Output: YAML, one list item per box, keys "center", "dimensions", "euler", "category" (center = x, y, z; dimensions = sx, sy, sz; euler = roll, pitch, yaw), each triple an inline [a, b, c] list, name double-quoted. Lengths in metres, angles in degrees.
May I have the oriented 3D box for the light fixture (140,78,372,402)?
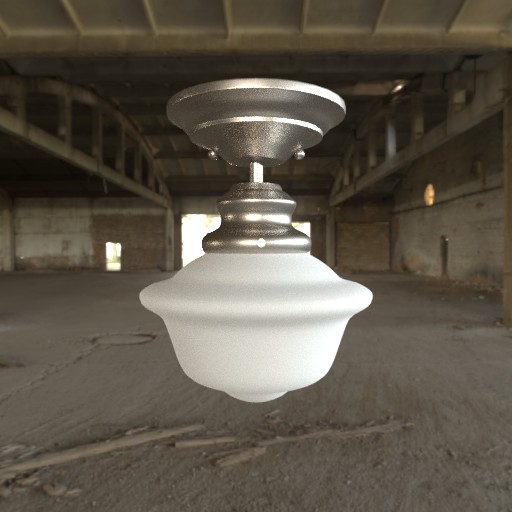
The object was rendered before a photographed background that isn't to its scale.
- center: [0.000, 0.000, 0.390]
  dimensions: [0.199, 0.254, 0.199]
  euler: [0, 1, 0]
  category: "light fixture"
